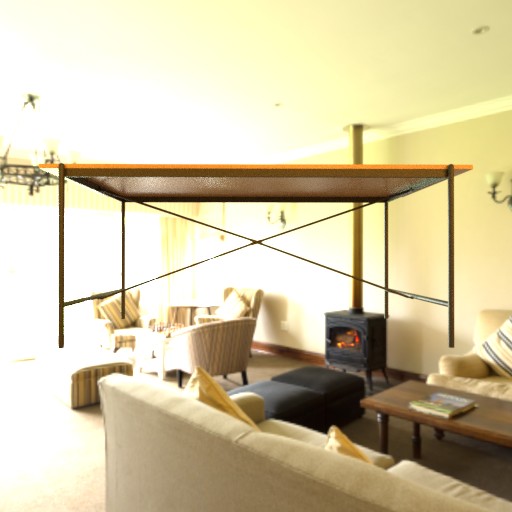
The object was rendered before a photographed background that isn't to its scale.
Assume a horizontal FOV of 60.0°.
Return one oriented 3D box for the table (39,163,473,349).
[{"bbox_3d":[0.000,0.000,2.261,1.800,0.758,0.900,0,0,-1],"label":"table"}]
